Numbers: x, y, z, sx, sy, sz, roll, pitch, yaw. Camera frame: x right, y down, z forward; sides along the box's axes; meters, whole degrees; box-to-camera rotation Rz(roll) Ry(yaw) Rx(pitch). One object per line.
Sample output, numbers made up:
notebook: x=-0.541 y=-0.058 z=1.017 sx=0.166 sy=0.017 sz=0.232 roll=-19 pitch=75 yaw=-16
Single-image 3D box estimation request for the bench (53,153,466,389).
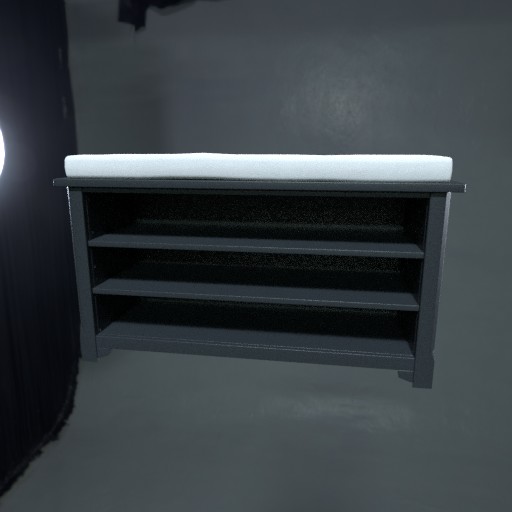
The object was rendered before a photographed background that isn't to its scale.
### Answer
bench: x=0.000 y=0.000 z=1.249 sx=0.973 sy=0.561 sz=0.345 roll=2 pitch=14 yaw=9
